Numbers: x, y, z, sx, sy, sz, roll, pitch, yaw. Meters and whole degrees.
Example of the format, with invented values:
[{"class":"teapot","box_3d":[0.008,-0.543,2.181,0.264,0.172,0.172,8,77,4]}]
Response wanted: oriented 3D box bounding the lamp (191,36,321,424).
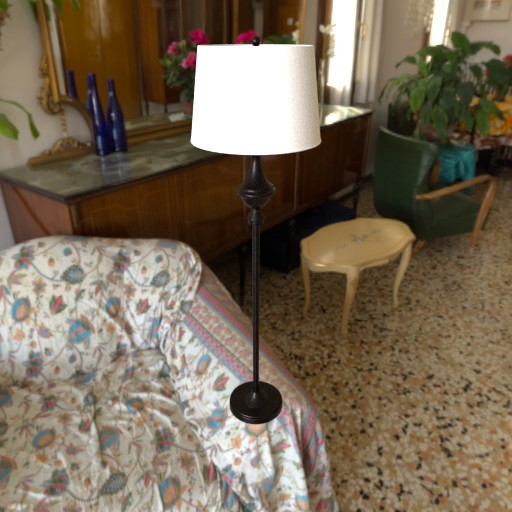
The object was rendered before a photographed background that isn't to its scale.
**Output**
[{"class":"lamp","box_3d":[0.000,0.000,1.668,0.431,1.484,0.431,0,26,0]}]
